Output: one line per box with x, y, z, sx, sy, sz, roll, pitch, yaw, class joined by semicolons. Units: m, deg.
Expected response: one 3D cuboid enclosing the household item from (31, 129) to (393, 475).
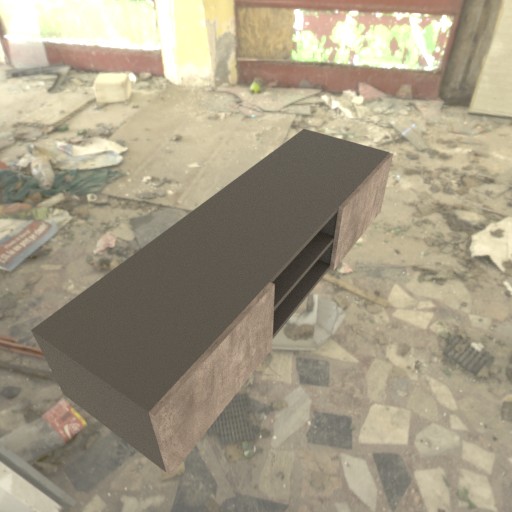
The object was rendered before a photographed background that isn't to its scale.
0.000;0.000;1.563;0.420;0.310;1.400;24;46;25;household item
